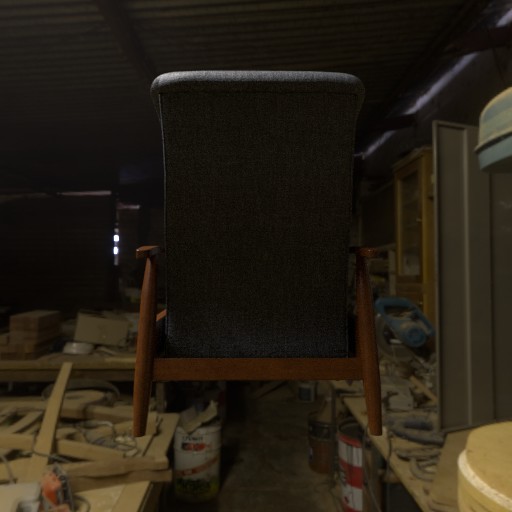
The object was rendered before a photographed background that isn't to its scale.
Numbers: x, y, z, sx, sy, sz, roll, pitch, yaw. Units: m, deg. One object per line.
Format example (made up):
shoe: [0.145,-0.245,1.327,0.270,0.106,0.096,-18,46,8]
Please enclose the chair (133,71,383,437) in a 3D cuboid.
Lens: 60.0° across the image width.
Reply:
chair: [0.000,0.000,1.789,0.762,1.082,1.030,0,-2,-1]
